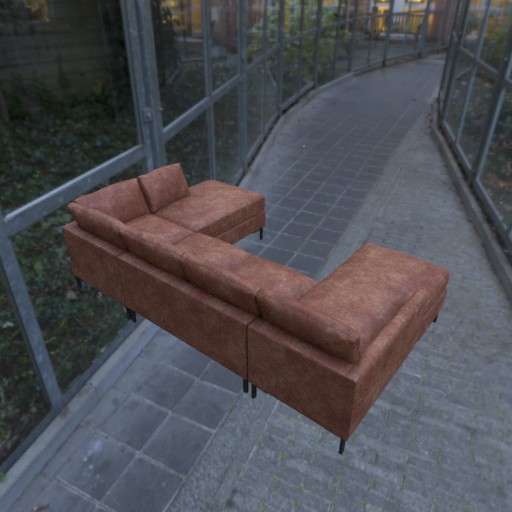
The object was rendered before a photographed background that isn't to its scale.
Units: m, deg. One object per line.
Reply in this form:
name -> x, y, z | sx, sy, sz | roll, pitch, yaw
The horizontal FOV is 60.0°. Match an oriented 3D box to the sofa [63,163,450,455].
sofa -> 0.000, 0.000, 3.899 | 2.956, 0.900, 1.939 | 22, 37, 32
